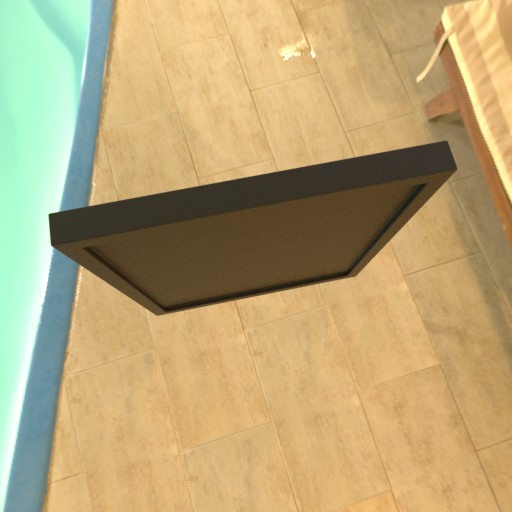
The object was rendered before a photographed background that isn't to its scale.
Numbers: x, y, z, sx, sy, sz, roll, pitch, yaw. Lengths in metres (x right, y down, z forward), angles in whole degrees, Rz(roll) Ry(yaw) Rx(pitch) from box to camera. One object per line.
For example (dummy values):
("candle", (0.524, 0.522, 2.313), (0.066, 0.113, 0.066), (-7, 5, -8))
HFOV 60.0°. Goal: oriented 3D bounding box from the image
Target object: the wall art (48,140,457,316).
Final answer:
("wall art", (0.000, 0.000, 0.536), (0.328, 0.381, 0.028), (-11, 74, -3))
